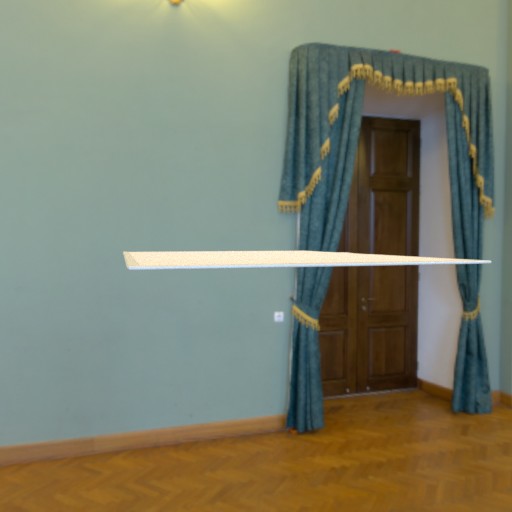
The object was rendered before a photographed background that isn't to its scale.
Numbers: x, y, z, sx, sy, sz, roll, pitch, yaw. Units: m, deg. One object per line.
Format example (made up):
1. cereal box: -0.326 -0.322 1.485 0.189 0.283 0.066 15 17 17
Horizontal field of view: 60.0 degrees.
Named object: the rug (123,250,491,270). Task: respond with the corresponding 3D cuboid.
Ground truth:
1. rug: 0.000 0.000 4.794 2.734 0.037 3.659 -1 2 -17
